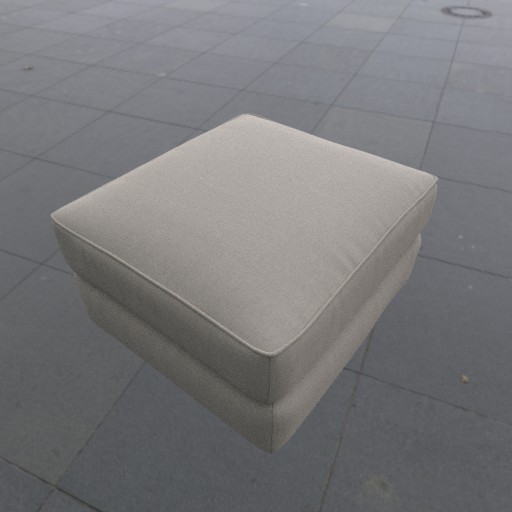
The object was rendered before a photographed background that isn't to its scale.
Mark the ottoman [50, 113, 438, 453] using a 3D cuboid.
[{"bbox_3d":[0.000,0.000,1.149,0.662,0.505,0.716,27,48,28],"label":"ottoman"}]
